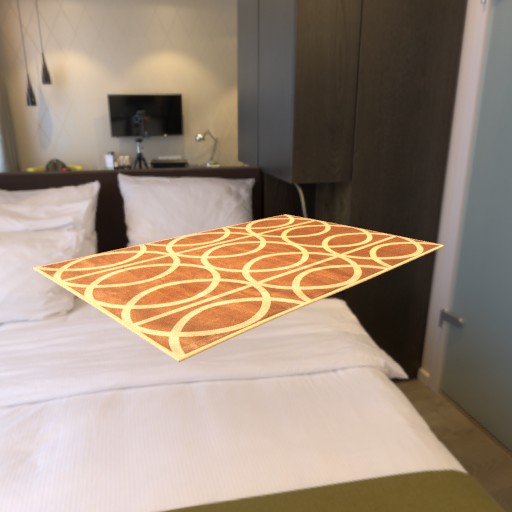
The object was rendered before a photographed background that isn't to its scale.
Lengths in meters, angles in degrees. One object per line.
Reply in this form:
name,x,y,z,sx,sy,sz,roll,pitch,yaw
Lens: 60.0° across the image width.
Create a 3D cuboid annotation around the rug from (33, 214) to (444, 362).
rug,0.000,0.000,2.925,2.290,0.014,1.526,-16,23,-42
